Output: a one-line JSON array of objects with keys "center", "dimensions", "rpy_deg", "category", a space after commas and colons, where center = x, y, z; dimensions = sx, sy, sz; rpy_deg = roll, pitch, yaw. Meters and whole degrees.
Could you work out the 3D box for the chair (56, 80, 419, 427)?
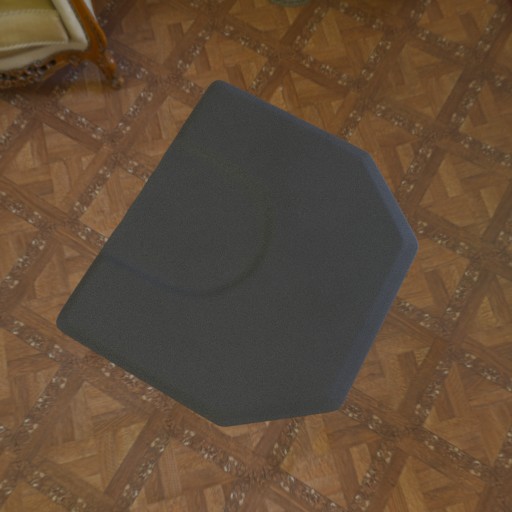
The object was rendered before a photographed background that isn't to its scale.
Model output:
[{"center": [0.000, 0.000, 1.936], "dimensions": [1.219, 0.024, 1.372], "rpy_deg": [29, 78, 6], "category": "chair"}]
